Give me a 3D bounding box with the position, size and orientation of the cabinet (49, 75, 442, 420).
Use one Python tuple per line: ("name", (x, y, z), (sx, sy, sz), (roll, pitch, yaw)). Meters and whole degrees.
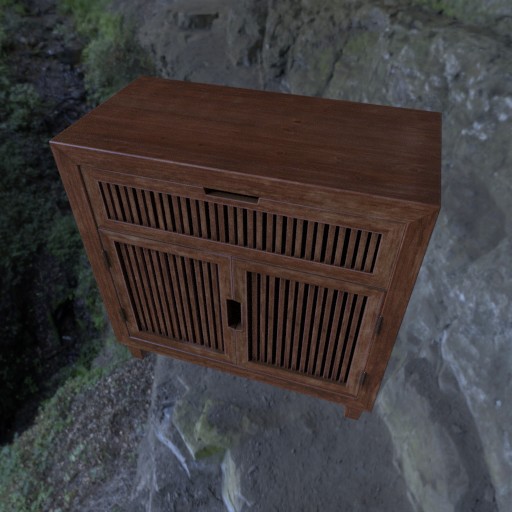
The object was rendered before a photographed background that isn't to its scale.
("cabinet", (0.000, 0.000, 1.256), (0.796, 0.785, 0.412), (12, 43, 13))
